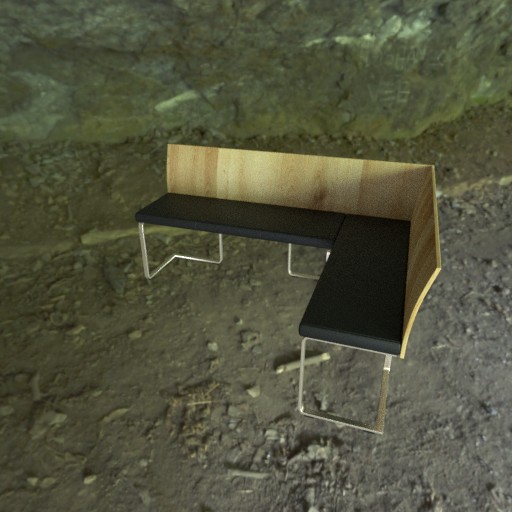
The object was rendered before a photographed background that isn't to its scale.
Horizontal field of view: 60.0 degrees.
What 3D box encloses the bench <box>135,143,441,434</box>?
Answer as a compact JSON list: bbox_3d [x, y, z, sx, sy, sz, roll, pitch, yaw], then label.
[{"bbox_3d":[0.000,0.000,2.749,1.945,0.930,1.495,9,28,17],"label":"bench"}]
